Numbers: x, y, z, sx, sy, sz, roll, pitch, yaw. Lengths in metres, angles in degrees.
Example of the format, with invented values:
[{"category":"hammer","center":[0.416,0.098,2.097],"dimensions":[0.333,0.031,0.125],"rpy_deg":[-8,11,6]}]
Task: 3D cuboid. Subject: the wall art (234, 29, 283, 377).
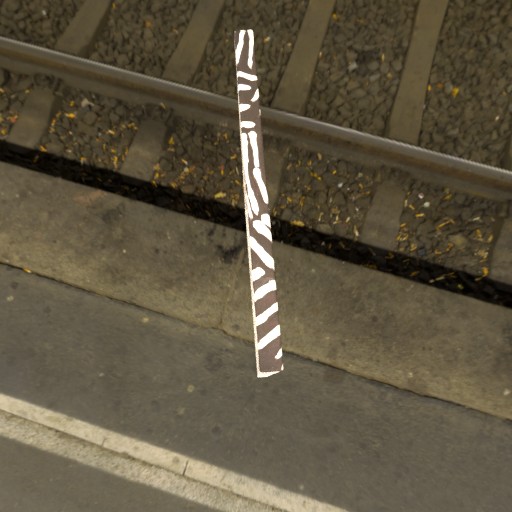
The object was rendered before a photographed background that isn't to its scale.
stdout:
[{"category":"wall art","center":[0.000,0.000,1.179],"dimensions":[0.035,0.918,0.615],"rpy_deg":[-4,74,-1]}]
